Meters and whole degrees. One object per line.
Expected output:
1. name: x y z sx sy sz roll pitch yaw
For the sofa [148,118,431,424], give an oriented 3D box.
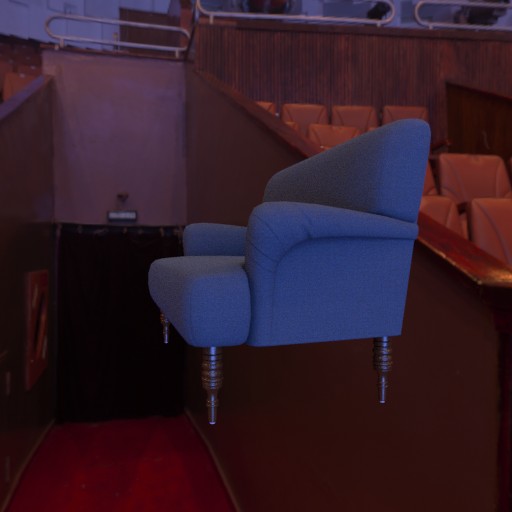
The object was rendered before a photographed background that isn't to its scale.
1. sofa: 0.000 0.000 1.810 0.779 0.889 1.297 0 1 -18
